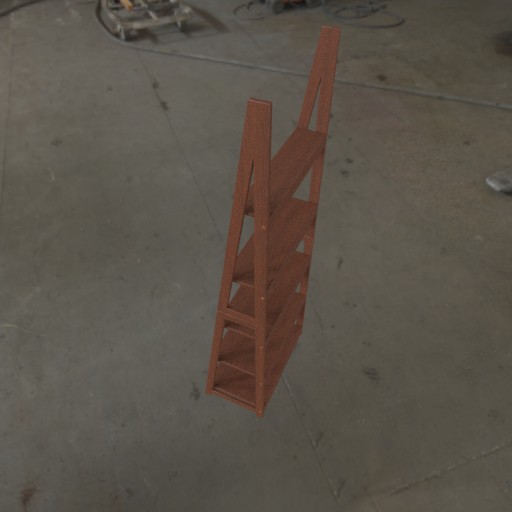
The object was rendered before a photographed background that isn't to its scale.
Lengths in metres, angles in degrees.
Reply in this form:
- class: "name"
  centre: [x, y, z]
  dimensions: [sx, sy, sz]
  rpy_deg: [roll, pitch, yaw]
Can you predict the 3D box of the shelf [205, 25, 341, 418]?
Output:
- class: "shelf"
  centre: [0.000, 0.000, 1.968]
  dimensions: [0.350, 1.770, 0.600]
  rpy_deg: [18, 48, 17]
